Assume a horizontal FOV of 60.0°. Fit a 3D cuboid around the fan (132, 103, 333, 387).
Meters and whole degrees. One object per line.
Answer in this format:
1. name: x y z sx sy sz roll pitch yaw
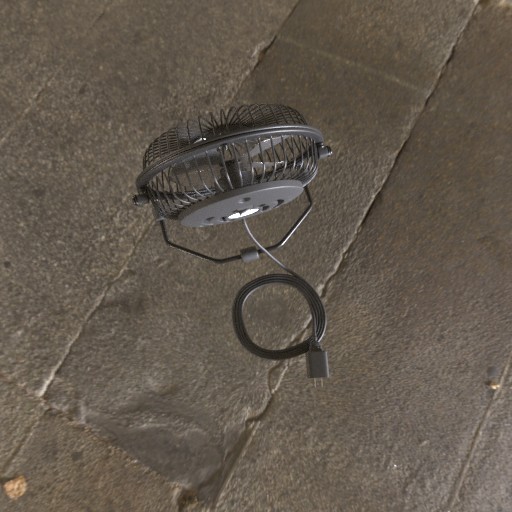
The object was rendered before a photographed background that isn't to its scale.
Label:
1. fan: 0.000 0.000 0.313 0.153 0.152 0.202 -15 75 -4
